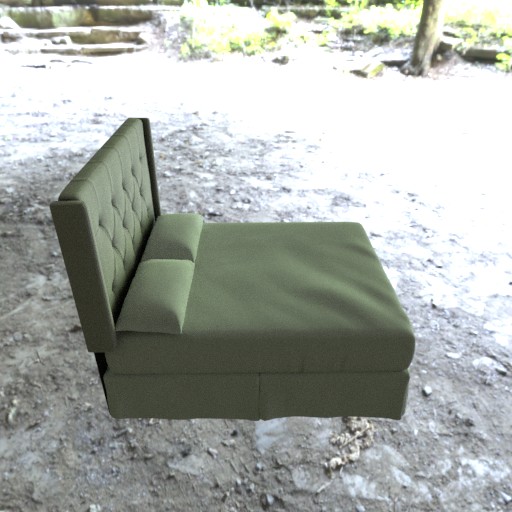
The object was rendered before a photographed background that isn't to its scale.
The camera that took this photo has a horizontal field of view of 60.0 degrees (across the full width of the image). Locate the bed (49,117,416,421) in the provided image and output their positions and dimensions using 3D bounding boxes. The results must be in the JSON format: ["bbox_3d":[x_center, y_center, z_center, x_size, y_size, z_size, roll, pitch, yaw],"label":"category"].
[{"bbox_3d":[0.000,0.000,3.317,2.066,1.665,1.719,0,31,-1],"label":"bed"}]
